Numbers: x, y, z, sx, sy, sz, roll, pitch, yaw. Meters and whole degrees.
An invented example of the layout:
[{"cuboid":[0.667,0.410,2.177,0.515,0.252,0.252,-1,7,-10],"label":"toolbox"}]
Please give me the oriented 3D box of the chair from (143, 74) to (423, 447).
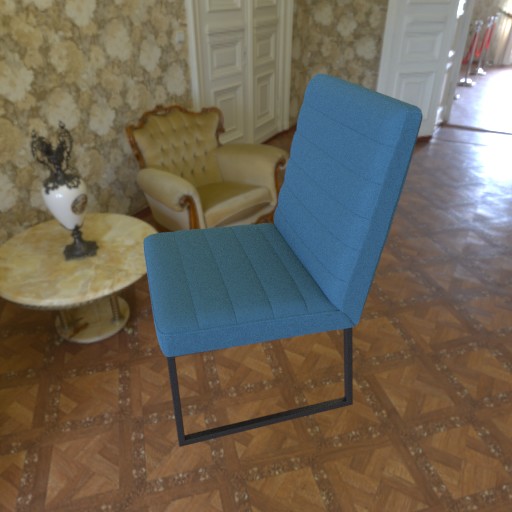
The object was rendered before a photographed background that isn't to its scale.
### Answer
[{"cuboid":[0.000,0.000,1.313,0.634,0.930,0.520,-8,32,-14],"label":"chair"}]
